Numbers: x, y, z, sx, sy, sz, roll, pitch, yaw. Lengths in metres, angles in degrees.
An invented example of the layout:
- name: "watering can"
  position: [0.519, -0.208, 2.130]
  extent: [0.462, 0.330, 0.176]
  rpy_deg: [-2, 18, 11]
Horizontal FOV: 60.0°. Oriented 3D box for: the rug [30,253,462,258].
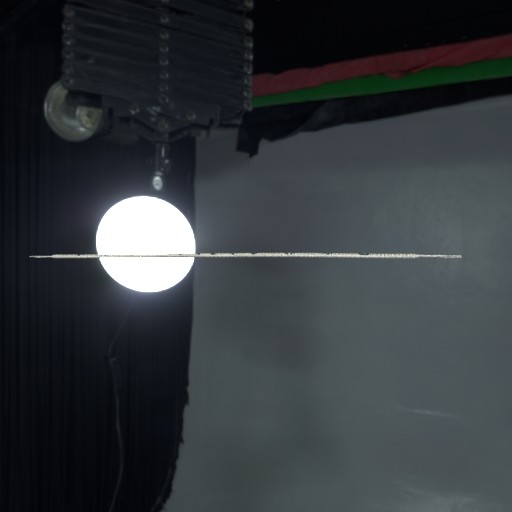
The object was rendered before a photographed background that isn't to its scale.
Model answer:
- name: "rug"
  position: [0.000, 0.000, 3.259]
  extent: [2.615, 0.029, 1.664]
  rpy_deg: [0, 0, 20]
